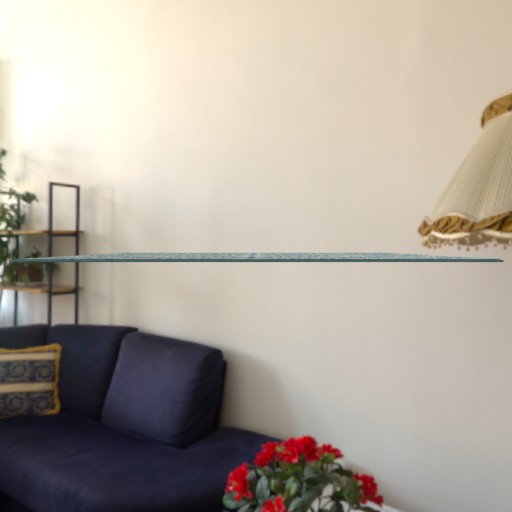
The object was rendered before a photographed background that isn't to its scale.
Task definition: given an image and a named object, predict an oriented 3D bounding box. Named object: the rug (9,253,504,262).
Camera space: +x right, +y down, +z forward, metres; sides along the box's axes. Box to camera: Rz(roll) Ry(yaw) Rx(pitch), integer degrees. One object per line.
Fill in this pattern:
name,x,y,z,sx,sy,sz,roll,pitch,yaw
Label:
rug,0.000,0.000,3.824,2.964,0.018,2.350,0,1,0
